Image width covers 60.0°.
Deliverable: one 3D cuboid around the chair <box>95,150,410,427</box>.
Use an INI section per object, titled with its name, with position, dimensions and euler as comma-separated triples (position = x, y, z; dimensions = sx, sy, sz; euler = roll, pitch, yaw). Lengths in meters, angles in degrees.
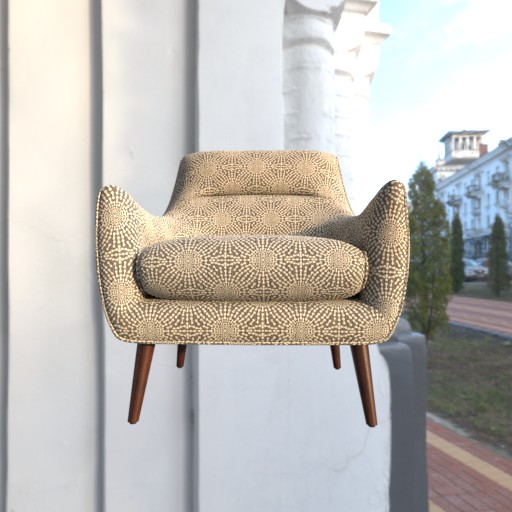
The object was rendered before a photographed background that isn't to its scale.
[chair]
position = 0.000, 0.000, 1.432
dimensions = 0.762, 0.838, 0.787
euler = 0, 0, 2
